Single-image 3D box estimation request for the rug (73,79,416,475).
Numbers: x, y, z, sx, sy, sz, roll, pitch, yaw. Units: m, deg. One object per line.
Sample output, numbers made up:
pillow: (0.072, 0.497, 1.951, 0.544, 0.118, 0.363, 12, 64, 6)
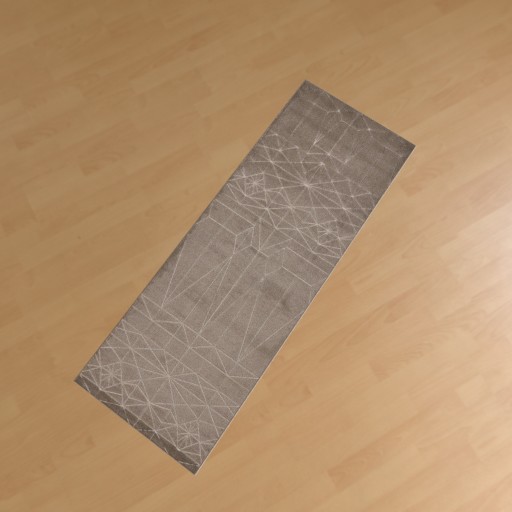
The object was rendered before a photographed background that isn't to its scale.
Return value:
rug: (0.000, 0.000, 2.690, 0.864, 0.012, 2.388, 34, 79, 8)
